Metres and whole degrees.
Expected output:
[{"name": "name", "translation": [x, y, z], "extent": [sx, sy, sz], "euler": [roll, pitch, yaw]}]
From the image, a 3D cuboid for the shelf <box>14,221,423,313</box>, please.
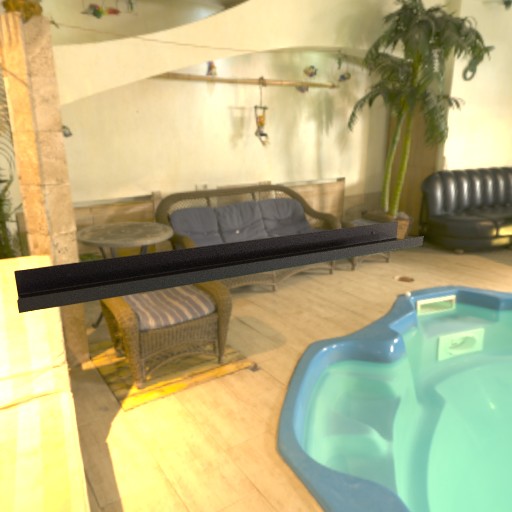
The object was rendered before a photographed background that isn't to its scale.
[{"name": "shelf", "translation": [0.000, 0.000, 0.963], "extent": [0.924, 0.049, 0.092], "euler": [-8, 18, -27]}]
